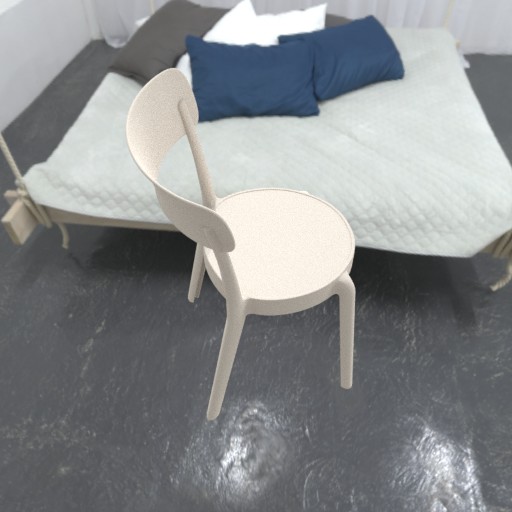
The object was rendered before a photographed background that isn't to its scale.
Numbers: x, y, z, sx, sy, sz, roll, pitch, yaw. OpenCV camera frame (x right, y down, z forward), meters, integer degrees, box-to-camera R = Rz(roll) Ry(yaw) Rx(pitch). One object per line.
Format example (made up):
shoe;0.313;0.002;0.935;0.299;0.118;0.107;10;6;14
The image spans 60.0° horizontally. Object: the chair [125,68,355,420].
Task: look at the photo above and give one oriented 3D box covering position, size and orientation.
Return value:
chair;0.000;0.000;1.135;0.491;0.790;0.506;-10;48;-9
